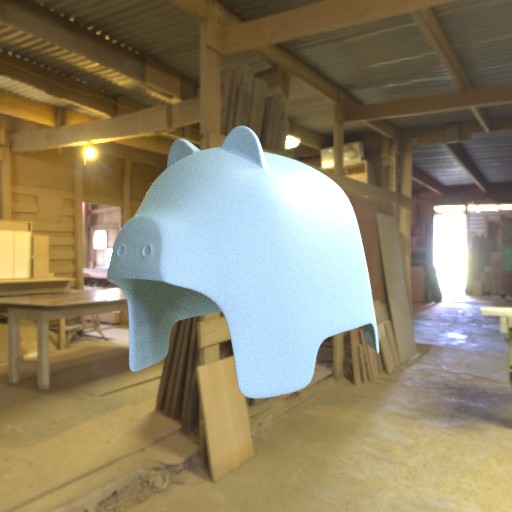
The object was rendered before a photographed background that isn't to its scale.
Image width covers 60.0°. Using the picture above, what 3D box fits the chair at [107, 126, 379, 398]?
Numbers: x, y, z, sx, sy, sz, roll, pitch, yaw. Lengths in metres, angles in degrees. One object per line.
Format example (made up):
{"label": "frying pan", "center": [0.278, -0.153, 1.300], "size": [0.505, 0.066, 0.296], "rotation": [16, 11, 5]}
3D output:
{"label": "chair", "center": [0.000, 0.000, 0.880], "size": [0.364, 0.423, 0.619], "rotation": [0, 0, 35]}
